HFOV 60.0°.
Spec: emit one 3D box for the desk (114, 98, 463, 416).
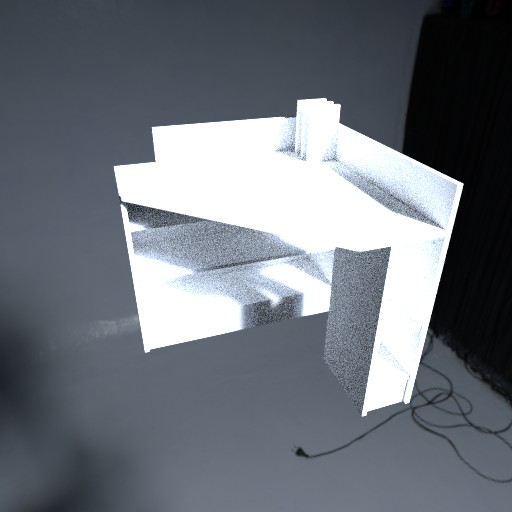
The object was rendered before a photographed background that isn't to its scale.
[{"bbox_3d":[0.000,0.000,1.735,0.940,0.986,0.940,-10,31,-16],"label":"desk"}]
